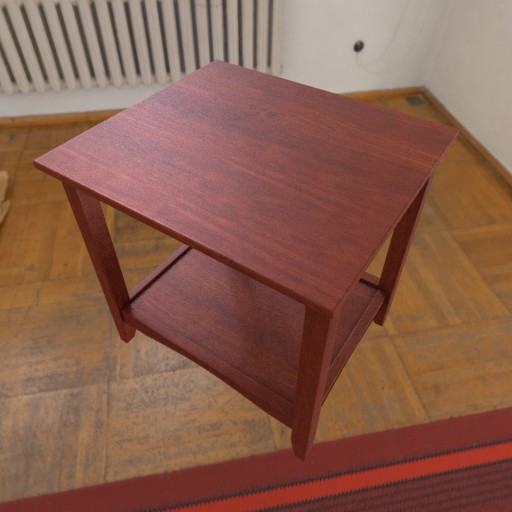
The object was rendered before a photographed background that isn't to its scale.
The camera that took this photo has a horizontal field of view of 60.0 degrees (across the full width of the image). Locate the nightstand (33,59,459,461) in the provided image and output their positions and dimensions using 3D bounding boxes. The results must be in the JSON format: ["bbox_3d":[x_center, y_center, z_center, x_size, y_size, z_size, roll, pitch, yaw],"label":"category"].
[{"bbox_3d":[0.000,0.000,0.970,0.558,0.558,0.501,26,51,23],"label":"nightstand"}]
